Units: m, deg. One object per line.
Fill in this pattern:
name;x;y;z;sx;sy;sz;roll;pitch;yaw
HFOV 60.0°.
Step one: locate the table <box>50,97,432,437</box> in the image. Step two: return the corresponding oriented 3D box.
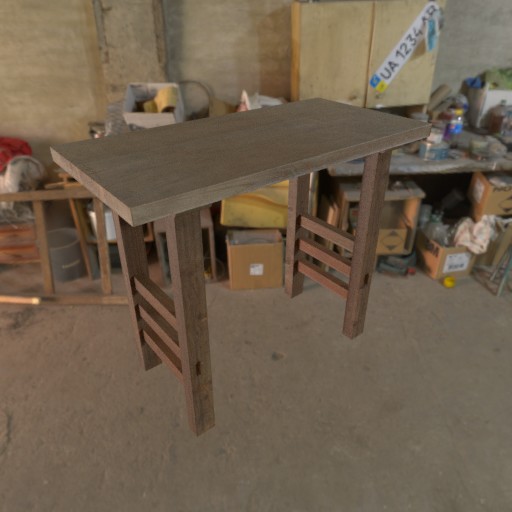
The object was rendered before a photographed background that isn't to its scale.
table;0.000;0.000;1.658;1.119;0.914;0.556;-22;37;-32
